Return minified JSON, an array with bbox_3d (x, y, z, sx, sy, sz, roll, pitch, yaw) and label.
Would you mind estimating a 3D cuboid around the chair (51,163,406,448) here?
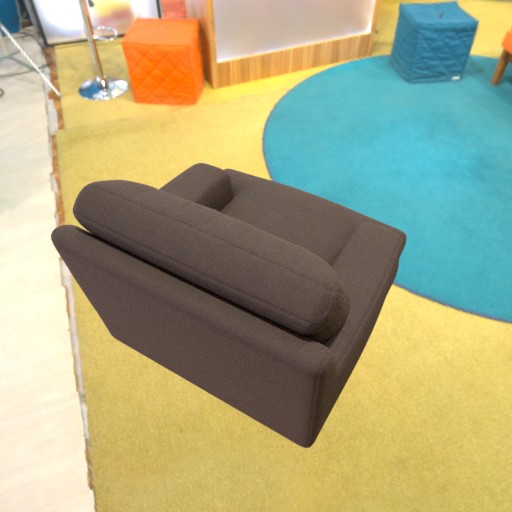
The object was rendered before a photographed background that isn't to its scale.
[{"bbox_3d":[0.000,0.000,1.987,1.168,0.940,1.143,23,51,20],"label":"chair"}]
